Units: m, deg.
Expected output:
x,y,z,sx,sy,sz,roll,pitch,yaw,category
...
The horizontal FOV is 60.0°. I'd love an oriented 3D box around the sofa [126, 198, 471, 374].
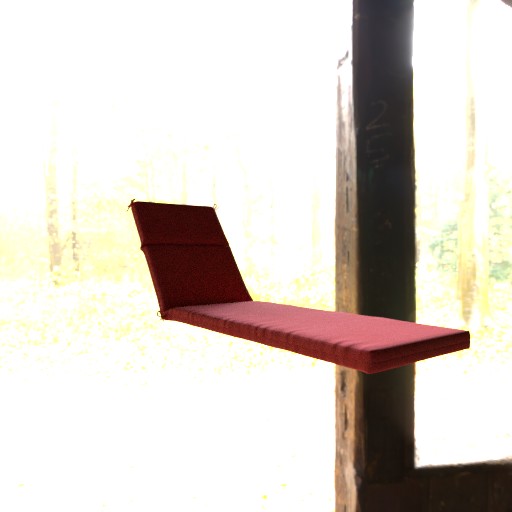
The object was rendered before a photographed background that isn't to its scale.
x,y,z,sx,sy,sz,roll,pitch,yaw,category
0.000,0.000,1.946,0.582,0.622,1.663,0,1,-37,sofa
